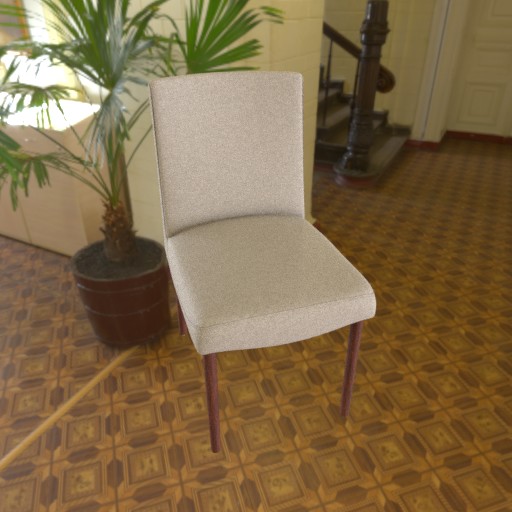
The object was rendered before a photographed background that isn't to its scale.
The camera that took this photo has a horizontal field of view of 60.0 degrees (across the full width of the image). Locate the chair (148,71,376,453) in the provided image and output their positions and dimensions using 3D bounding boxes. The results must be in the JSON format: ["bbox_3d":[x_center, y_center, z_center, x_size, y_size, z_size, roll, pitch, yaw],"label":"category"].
[{"bbox_3d":[0.000,0.000,1.198,0.456,0.859,0.570,-9,31,-16],"label":"chair"}]
